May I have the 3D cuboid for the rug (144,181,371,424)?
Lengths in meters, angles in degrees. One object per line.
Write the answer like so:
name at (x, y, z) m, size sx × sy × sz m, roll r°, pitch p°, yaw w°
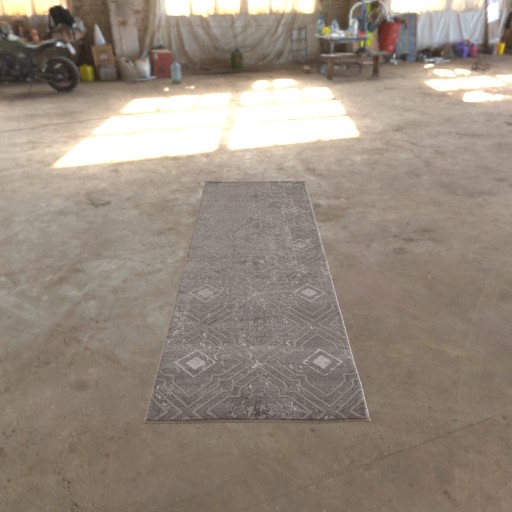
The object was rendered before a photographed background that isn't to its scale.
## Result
rug at (0.000, 0.000, 2.636) m, size 0.832 × 0.035 × 2.381 m, roll 0°, pitch 31°, yaw 0°
